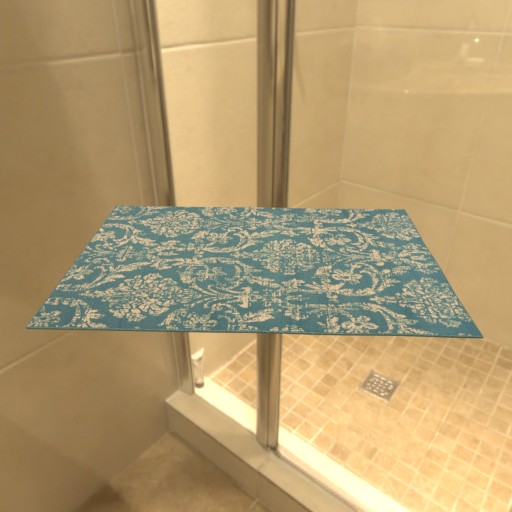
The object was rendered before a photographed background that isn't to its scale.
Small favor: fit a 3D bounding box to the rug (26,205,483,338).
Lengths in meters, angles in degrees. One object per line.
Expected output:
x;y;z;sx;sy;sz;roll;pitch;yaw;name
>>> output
0.000;0.000;2.291;1.833;0.012;1.211;1;30;2;rug
